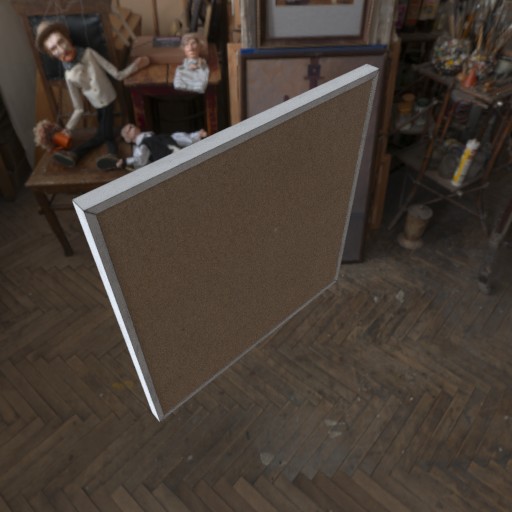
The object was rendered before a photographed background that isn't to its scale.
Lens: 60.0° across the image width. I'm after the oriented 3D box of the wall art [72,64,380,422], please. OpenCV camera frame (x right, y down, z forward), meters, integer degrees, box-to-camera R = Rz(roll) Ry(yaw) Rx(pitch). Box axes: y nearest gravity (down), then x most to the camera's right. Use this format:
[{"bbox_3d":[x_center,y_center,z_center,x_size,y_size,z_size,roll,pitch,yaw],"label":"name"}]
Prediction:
[{"bbox_3d":[0.000,0.000,1.147,0.762,0.762,0.038,-34,55,-28],"label":"wall art"}]
